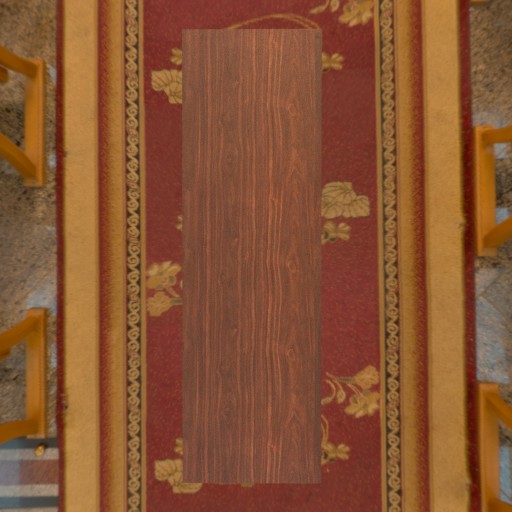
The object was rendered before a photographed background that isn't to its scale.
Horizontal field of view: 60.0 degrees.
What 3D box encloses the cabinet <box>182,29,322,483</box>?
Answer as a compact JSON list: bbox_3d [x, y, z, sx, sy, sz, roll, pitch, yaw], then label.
[{"bbox_3d":[0.000,0.000,2.007,0.505,0.940,1.575,0,90,0],"label":"cabinet"}]
